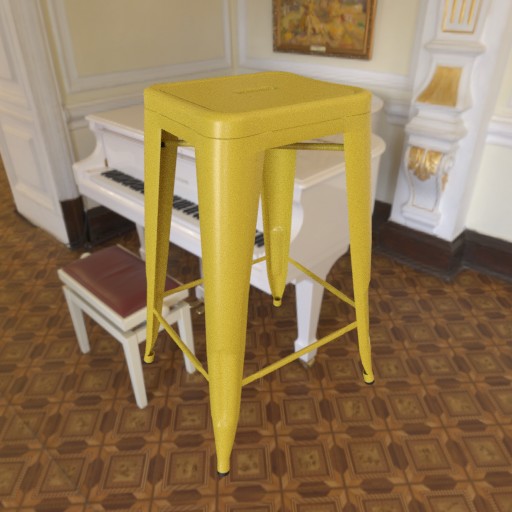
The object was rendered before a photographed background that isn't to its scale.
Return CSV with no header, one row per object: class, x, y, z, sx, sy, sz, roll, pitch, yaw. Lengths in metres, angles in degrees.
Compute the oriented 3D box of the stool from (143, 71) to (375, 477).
stool,0.000,0.000,0.845,0.399,0.609,0.359,-20,36,-30
